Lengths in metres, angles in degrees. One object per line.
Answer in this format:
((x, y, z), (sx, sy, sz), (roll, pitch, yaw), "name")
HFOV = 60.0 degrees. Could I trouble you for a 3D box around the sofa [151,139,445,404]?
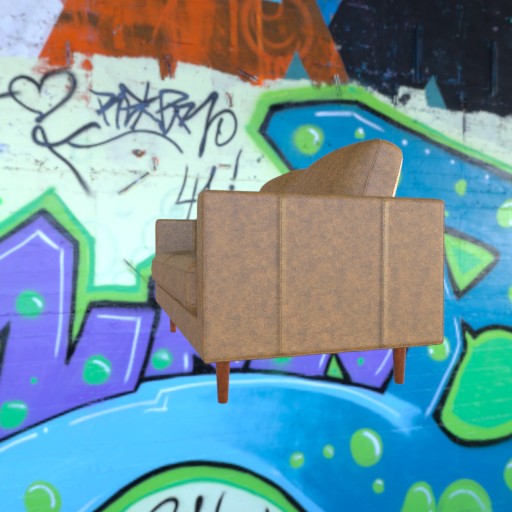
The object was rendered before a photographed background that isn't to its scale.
((0.000, 0.000, 2.187), (0.909, 0.951, 1.578), (0, 1, -18), "sofa")
